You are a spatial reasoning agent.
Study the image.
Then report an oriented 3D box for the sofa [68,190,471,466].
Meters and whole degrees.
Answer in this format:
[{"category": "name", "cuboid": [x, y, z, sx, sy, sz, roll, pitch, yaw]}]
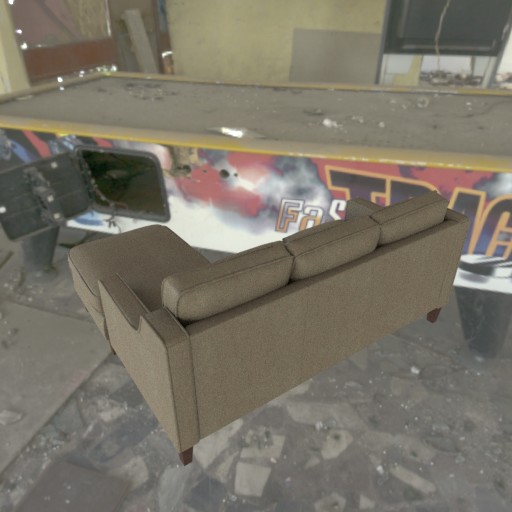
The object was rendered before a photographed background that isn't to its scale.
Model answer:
[{"category": "sofa", "cuboid": [0.000, 0.000, 3.294, 2.317, 1.081, 1.858, -20, 36, -30]}]
